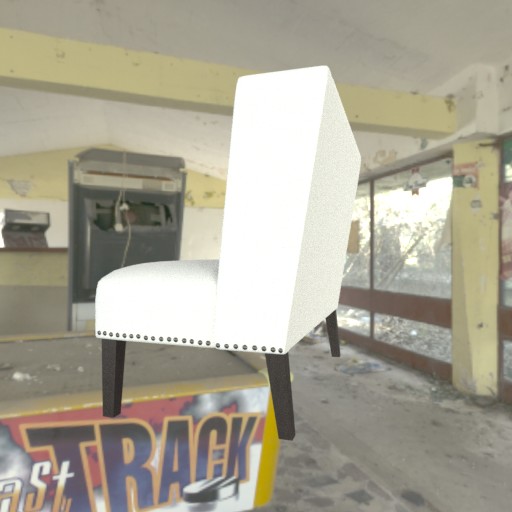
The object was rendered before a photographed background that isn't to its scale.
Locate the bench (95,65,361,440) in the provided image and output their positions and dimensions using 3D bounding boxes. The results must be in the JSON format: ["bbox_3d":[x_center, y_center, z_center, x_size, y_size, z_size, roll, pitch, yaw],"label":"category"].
[{"bbox_3d":[0.000,0.000,2.017,0.847,1.123,1.280,0,0,18],"label":"bench"}]
